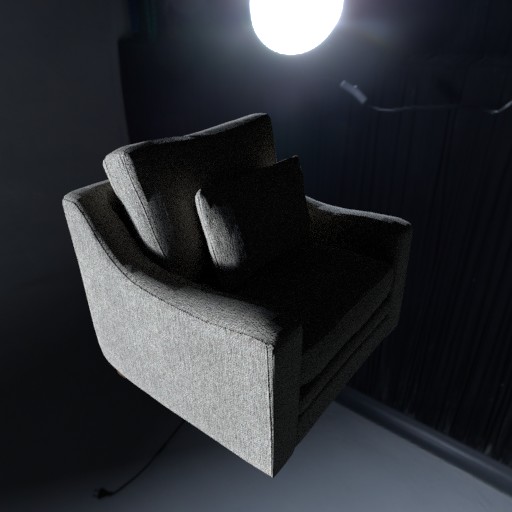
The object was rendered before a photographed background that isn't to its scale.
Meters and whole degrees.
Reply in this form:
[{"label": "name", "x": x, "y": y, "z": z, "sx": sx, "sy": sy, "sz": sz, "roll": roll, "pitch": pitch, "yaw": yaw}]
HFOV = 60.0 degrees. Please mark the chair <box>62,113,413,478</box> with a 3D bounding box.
[{"label": "chair", "x": 0.000, "y": 0.000, "z": 1.930, "sx": 1.009, "sy": 1.037, "sz": 1.138, "roll": 20, "pitch": 33, "yaw": 33}]
